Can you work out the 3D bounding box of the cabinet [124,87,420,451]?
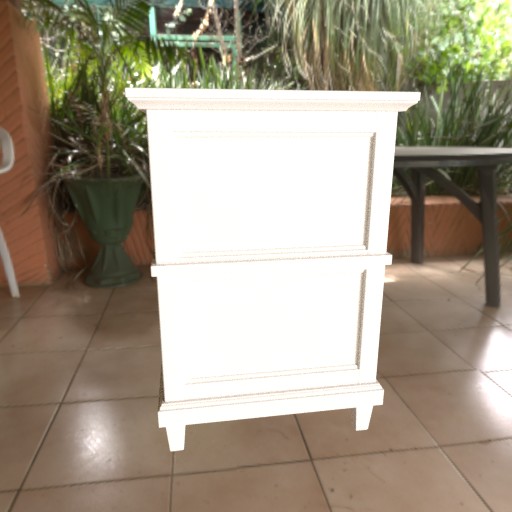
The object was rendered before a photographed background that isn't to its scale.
[{"bbox_3d":[0.000,0.000,1.164,0.547,0.775,0.544,-3,16,-9],"label":"cabinet"}]
